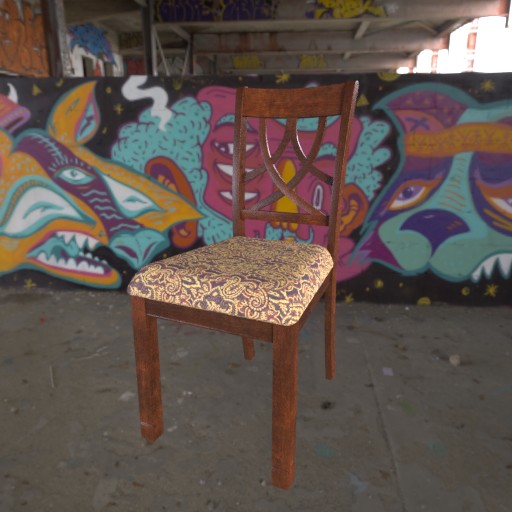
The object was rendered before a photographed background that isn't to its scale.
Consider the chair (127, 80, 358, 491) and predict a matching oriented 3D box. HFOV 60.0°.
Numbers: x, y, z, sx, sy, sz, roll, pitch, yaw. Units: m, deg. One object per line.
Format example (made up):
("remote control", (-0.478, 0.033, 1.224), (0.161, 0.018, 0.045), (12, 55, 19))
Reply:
("chair", (0.000, 0.000, 1.254), (0.457, 0.965, 0.584), (7, 17, 25))
